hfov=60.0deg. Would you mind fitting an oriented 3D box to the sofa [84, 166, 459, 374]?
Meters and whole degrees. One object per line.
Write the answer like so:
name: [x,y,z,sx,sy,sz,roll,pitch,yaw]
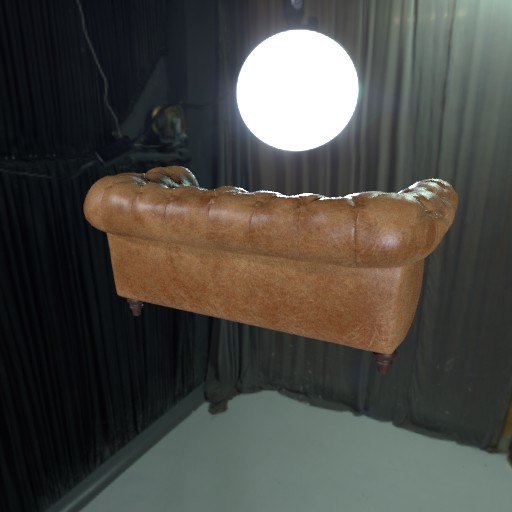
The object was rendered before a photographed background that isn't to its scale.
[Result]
sofa: [0.000,0.000,2.499,1.979,0.877,1.042,8,18,25]
